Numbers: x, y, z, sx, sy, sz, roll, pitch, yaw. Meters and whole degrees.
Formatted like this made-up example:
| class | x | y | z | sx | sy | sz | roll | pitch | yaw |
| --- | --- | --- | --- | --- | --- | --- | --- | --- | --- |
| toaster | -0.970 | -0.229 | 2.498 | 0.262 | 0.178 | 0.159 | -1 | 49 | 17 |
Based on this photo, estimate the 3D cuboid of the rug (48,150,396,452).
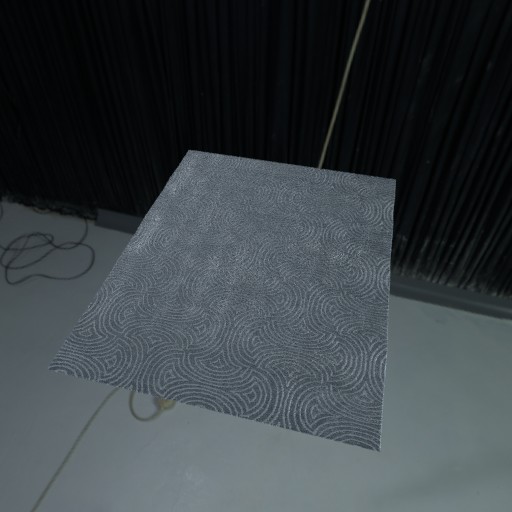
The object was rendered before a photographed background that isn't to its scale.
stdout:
| class | x | y | z | sx | sy | sz | roll | pitch | yaw |
| --- | --- | --- | --- | --- | --- | --- | --- | --- | --- |
| rug | 0.000 | 0.000 | 4.120 | 2.456 | 0.021 | 3.042 | 10 | 47 | 10 |
